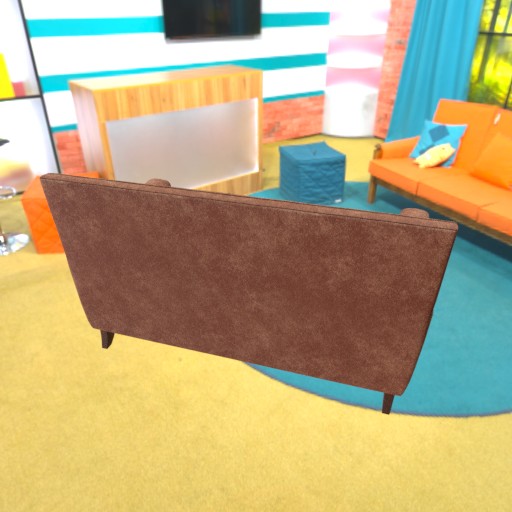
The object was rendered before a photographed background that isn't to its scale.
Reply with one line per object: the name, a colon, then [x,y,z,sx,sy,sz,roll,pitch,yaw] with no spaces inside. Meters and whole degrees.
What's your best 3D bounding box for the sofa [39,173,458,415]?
sofa: [0.000,0.000,2.011,1.473,0.871,0.787,9,31,15]
